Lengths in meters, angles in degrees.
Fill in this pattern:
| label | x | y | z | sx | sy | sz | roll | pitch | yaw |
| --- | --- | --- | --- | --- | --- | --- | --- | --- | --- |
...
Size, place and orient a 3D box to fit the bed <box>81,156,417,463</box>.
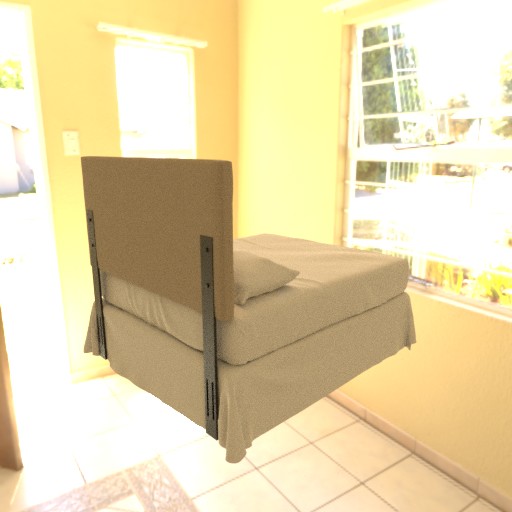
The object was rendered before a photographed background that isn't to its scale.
| label | x | y | z | sx | sy | sz | roll | pitch | yaw |
| --- | --- | --- | --- | --- | --- | --- | --- | --- | --- |
| bed | 0.000 | 0.000 | 3.566 | 2.222 | 1.577 | 1.936 | -13 | 19 | -43 |
